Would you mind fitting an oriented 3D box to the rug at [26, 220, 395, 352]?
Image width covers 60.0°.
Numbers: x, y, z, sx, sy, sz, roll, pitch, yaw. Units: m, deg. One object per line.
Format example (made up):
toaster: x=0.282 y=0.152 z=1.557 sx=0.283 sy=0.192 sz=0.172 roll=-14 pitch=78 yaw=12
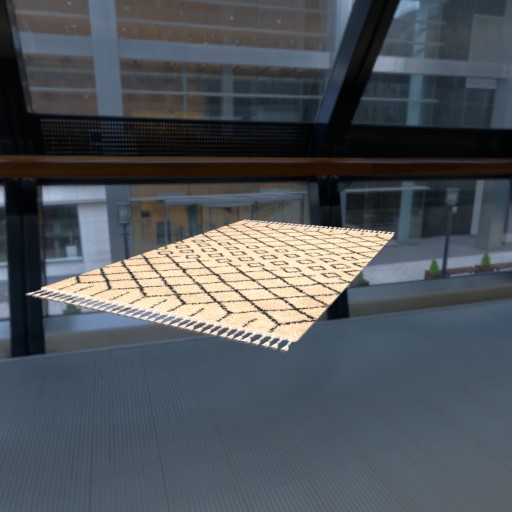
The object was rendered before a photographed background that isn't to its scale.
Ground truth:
rug: x=0.000 y=0.000 z=2.481 sx=1.196 sy=0.008 sz=2.006 roll=7 pitch=16 yaw=25
